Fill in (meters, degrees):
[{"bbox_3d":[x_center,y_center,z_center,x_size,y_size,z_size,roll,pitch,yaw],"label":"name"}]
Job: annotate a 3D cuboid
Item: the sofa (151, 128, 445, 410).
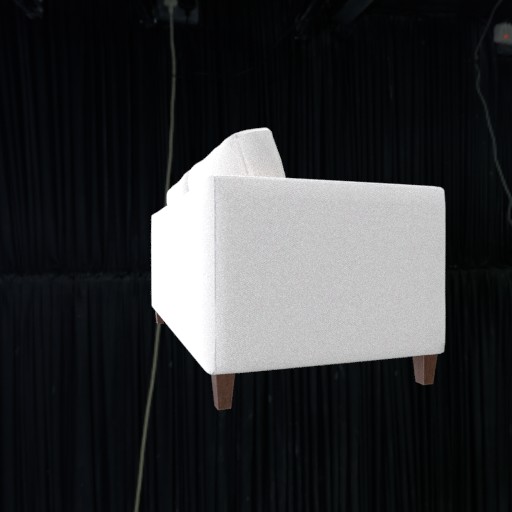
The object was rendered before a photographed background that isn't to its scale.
[{"bbox_3d":[0.000,0.000,2.211,0.873,0.888,1.722,0,1,-19],"label":"sofa"}]
